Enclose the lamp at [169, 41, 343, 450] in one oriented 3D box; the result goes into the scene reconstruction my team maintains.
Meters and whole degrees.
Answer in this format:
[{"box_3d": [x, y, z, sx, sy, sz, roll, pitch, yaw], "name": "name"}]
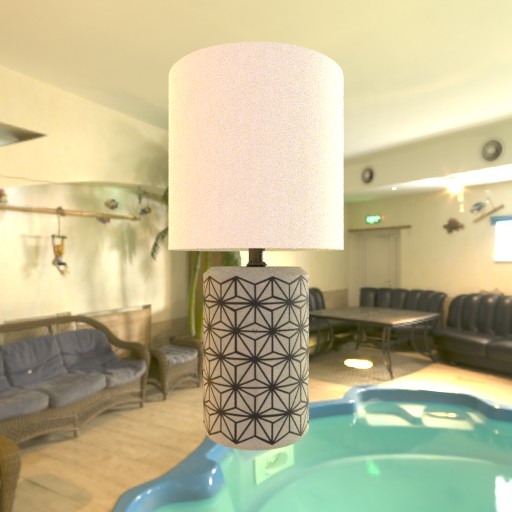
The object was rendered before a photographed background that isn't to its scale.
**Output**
[{"box_3d": [0.000, 0.000, 0.533, 0.206, 0.416, 0.206, 0, 0, 37], "name": "lamp"}]
